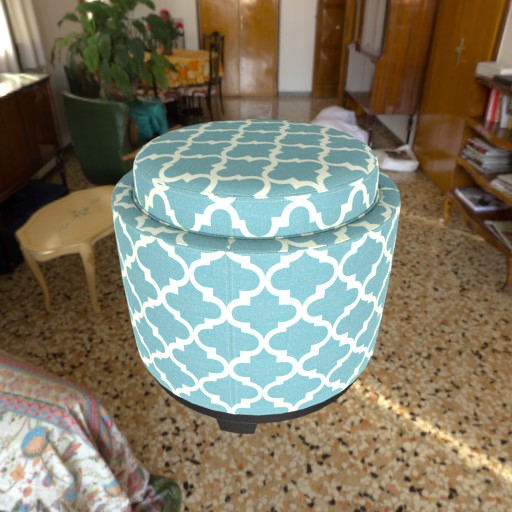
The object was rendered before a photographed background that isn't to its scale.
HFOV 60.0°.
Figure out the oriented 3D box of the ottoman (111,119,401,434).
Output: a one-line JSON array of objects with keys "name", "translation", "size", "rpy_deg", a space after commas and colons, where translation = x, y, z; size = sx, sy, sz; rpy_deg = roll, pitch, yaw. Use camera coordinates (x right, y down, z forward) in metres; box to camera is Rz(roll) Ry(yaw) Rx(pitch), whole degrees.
[{"name": "ottoman", "translation": [0.000, 0.000, 0.823], "size": [0.480, 0.429, 0.480], "rpy_deg": [0, 31, 0]}]
